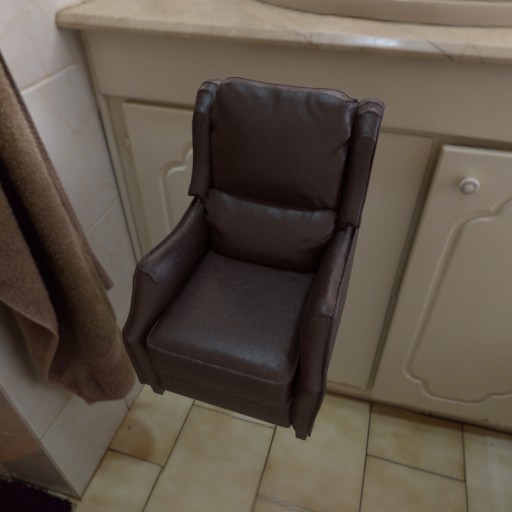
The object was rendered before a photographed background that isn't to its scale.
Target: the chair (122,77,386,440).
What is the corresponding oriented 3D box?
[{"bbox_3d":[0.000,0.000,1.764,0.770,1.132,0.982,12,42,14],"label":"chair"}]
